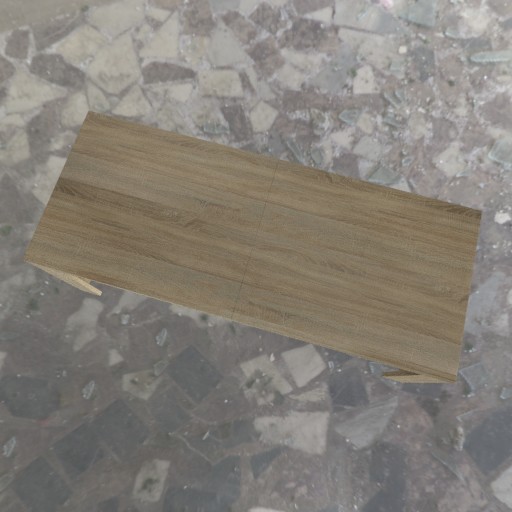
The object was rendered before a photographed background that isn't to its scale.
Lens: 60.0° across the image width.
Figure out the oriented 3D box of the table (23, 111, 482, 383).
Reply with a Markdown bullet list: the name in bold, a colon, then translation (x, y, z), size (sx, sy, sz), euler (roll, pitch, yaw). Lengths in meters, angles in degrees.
- **table**: translation (0.000, 0.000, 2.657), size (2.200, 0.790, 0.900), euler (15, 75, 4)
